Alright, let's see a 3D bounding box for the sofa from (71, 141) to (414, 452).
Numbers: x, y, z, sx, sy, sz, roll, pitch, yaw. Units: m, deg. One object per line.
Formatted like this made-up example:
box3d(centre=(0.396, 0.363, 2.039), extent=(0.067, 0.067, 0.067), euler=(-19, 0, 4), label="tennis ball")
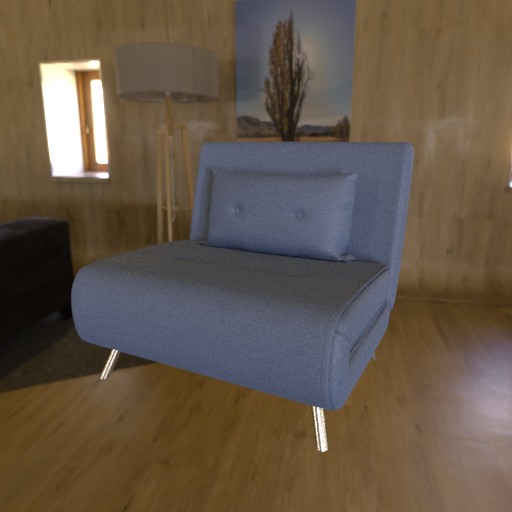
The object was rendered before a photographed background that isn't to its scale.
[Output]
box3d(centre=(0.000, 0.000, 1.728), extent=(0.999, 0.860, 0.996), euler=(7, 16, 27), label="sofa")
